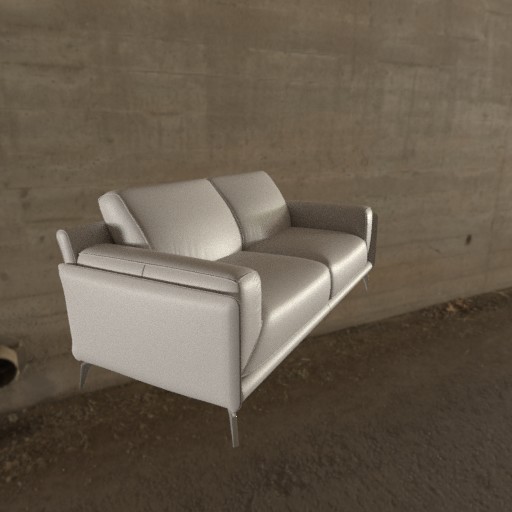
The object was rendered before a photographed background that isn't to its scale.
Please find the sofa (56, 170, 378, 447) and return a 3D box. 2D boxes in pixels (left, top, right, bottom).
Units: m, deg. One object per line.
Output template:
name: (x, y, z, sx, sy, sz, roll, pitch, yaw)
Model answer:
sofa: (0.000, 0.000, 2.639, 1.049, 0.930, 2.101, 8, 17, 27)
